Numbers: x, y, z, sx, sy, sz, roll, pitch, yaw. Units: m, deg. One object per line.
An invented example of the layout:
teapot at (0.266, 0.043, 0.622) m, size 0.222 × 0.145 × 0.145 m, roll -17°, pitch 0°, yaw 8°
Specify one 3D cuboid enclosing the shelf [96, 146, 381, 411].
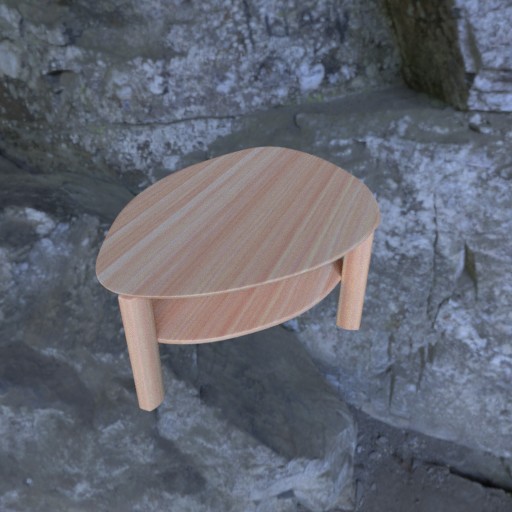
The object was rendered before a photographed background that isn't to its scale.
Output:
shelf at (0.000, 0.000, 1.649) m, size 0.845 × 0.440 × 1.246 m, roll 11°, pitch 33°, yaw 18°
